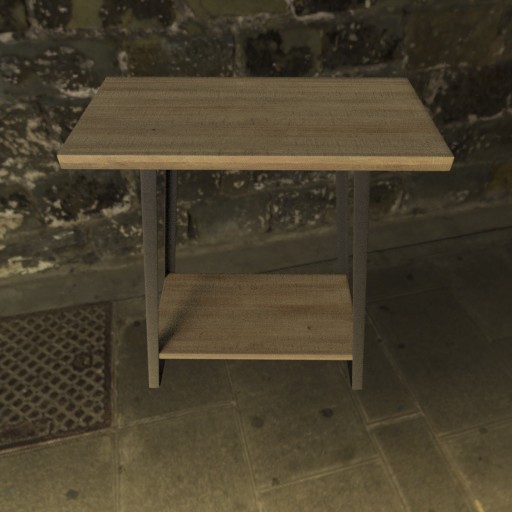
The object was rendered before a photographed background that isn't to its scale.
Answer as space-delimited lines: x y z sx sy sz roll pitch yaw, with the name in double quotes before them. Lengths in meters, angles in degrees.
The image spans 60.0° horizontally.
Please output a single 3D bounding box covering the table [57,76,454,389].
"table" 0.000 0.000 1.016 0.599 0.701 0.300 0 44 0
